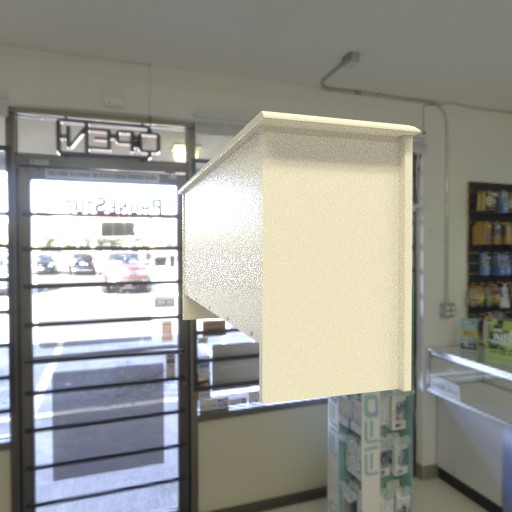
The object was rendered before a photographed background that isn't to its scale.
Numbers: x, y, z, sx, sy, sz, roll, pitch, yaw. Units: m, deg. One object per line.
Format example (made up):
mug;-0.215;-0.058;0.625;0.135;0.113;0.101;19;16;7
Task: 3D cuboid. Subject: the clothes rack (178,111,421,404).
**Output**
clothes rack;0.000;0.000;1.355;0.324;0.531;1.120;0;1;-17
